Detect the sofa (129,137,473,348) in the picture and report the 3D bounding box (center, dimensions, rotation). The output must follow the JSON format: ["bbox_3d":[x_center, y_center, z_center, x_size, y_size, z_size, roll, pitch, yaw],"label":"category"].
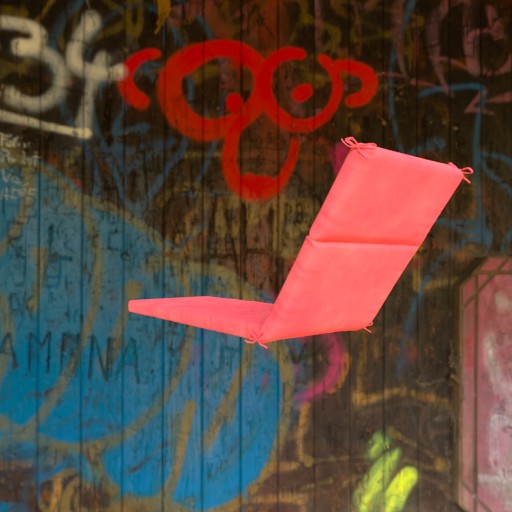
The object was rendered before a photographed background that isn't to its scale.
[{"bbox_3d":[0.000,0.000,1.950,0.582,0.622,1.663,1,-1,-38],"label":"sofa"}]
